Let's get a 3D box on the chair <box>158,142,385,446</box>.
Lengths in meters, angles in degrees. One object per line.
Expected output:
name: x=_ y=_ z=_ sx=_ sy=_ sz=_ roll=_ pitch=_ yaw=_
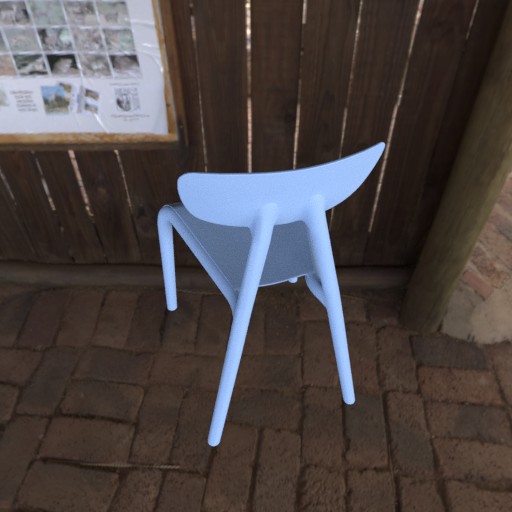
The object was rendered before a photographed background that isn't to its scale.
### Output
chair: x=0.000 y=0.000 z=0.856 sx=0.356 sy=0.580 sz=0.401 roll=-12 pitch=42 yaw=-13
